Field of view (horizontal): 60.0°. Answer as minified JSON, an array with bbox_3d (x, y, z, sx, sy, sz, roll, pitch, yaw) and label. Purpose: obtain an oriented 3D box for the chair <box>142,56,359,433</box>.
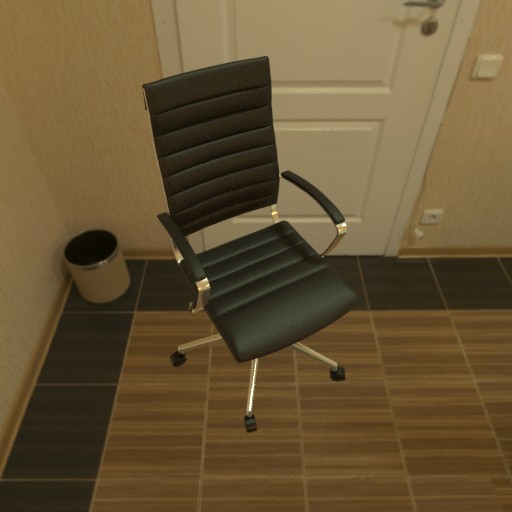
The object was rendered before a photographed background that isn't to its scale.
[{"bbox_3d":[0.000,0.000,1.633,0.766,1.149,0.739,-22,50,-20],"label":"chair"}]
